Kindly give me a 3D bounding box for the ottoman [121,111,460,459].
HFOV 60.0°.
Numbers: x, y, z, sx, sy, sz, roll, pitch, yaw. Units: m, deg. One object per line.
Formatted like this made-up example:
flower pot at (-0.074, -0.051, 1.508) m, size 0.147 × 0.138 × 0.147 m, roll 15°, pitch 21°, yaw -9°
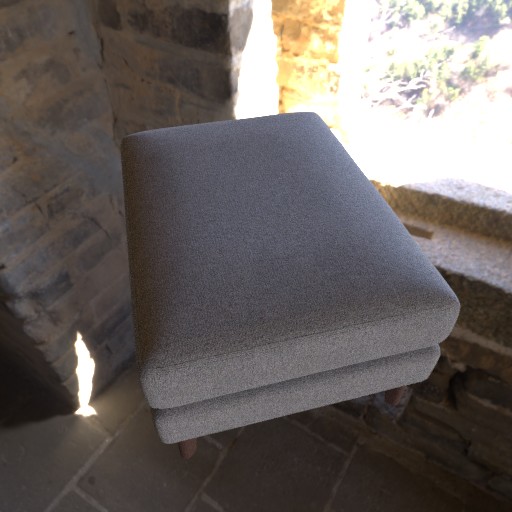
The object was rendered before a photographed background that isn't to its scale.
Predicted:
ottoman at (0.000, 0.000, 1.170) m, size 0.611 × 0.441 × 0.821 m, roll -10°, pitch 45°, yaw -10°
